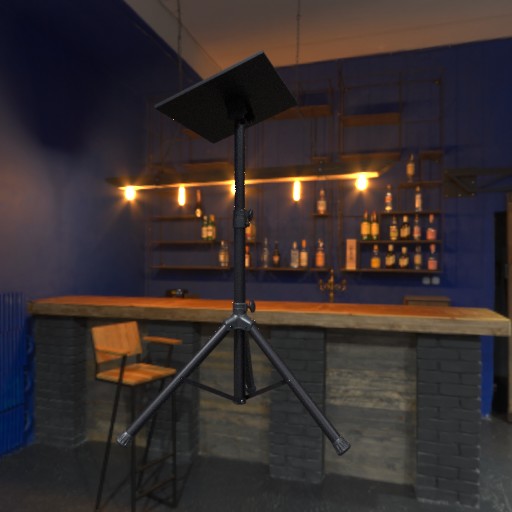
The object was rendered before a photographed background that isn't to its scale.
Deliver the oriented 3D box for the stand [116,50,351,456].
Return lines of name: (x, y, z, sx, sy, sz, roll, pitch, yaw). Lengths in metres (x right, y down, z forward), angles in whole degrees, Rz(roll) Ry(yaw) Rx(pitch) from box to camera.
stand: (0.000, 0.000, 1.588, 0.702, 1.198, 0.702, 0, 0, 18)
